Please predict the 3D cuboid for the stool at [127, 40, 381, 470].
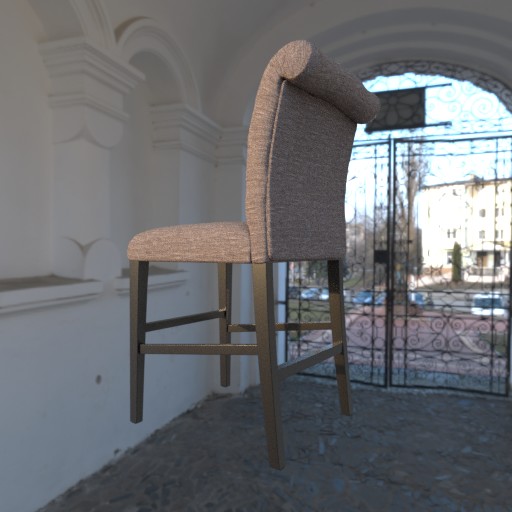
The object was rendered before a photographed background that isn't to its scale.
[{"bbox_3d":[0.000,0.000,1.296,0.611,0.970,0.457,1,1,35],"label":"stool"}]
